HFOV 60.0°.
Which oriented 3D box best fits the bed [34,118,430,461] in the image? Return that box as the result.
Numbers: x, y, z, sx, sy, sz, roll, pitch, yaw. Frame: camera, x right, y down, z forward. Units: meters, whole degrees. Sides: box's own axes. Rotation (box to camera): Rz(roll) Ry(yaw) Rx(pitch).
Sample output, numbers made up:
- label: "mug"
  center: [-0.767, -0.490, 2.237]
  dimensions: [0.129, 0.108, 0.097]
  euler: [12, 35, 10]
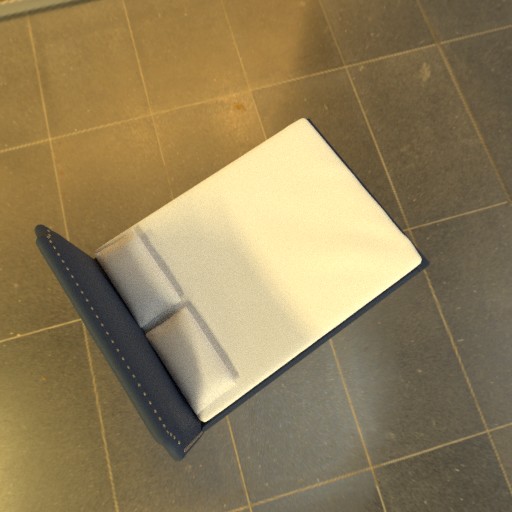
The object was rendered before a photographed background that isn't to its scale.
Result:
- label: "bed"
  center: [0.000, 0.000, 3.416]
  dimensions: [2.372, 1.443, 1.712]
  euler: [-34, 78, -9]
